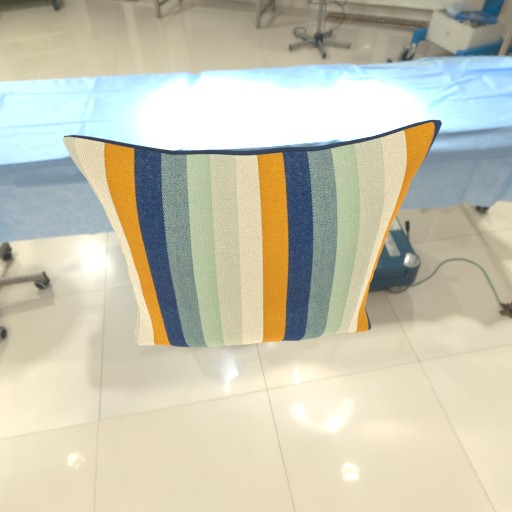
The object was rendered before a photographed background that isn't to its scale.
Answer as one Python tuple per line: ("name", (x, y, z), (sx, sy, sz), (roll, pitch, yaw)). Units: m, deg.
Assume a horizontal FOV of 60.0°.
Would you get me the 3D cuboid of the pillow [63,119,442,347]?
("pillow", (0.000, 0.000, 0.703), (0.463, 0.454, 0.173), (-3, 47, -3))
